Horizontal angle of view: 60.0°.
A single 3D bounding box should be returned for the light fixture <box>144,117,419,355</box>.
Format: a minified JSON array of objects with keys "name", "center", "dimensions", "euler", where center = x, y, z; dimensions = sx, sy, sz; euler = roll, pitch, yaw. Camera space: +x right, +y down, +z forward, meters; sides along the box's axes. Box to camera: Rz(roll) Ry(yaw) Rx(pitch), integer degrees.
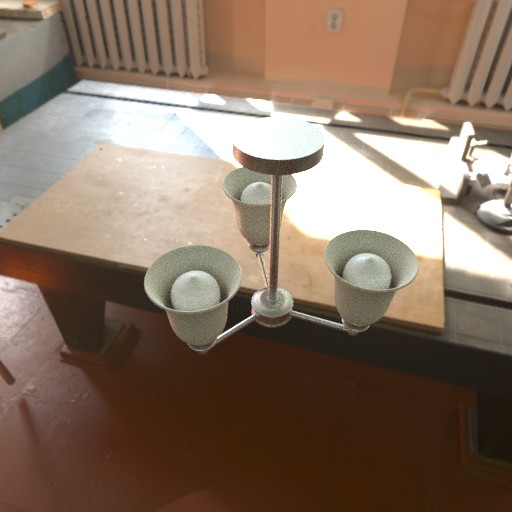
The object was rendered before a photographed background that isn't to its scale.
[{"name":"light fixture","center":[0.000,0.000,0.677],"dimensions":[0.354,0.370,0.388],"euler":[-28,48,-28]}]
